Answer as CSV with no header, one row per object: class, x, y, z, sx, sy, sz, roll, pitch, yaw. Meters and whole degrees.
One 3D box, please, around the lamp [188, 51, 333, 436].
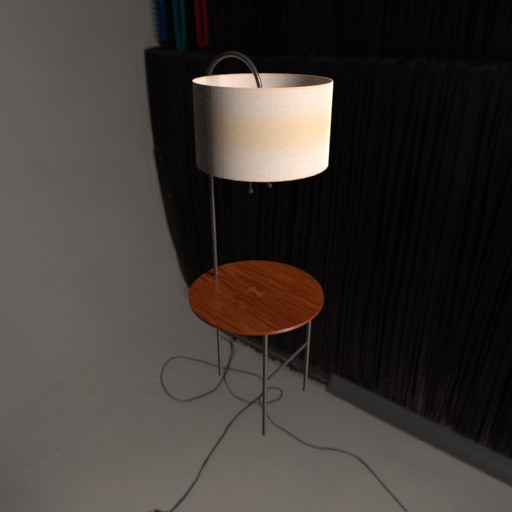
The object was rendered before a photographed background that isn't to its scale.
lamp,0.000,0.000,1.814,0.573,1.517,0.573,0,27,0
